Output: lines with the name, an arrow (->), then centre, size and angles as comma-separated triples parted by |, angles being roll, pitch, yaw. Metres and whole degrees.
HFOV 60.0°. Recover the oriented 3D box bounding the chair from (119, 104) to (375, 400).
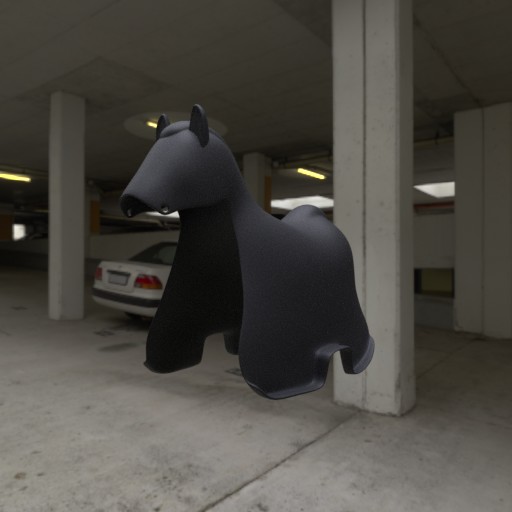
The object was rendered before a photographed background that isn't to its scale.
chair -> 0.000, 0.000, 1.143 | 0.429, 0.612, 0.800 | 0, -1, 37
